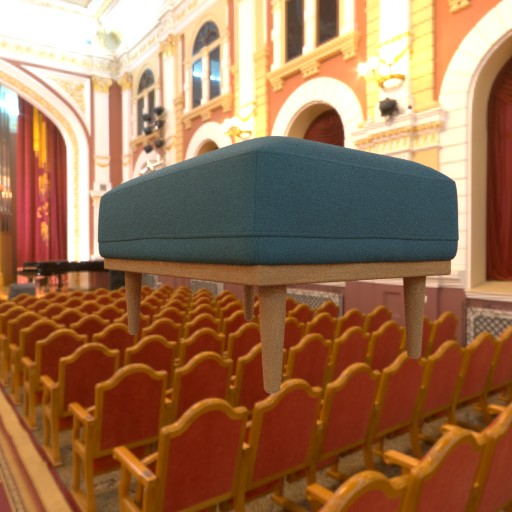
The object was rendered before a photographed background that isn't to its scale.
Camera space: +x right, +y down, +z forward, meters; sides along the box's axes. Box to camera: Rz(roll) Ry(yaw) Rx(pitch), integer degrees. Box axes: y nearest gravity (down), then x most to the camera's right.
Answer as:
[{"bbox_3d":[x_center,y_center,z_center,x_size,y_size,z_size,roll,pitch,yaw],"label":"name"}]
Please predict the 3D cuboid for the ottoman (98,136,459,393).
[{"bbox_3d":[0.000,0.000,1.067,0.549,0.428,0.749,-1,1,-36],"label":"ottoman"}]
